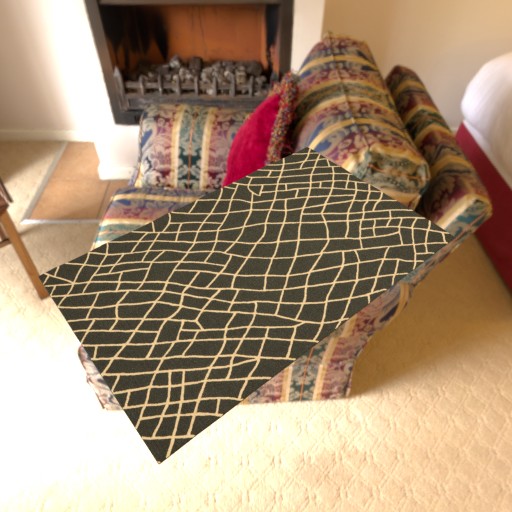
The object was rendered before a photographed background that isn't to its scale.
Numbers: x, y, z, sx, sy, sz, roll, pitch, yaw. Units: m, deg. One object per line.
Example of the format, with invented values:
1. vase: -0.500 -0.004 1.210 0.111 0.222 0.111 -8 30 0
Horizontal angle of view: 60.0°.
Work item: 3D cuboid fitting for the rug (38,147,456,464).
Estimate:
1. rug: 0.000 0.000 3.035 2.448 0.017 1.529 -31 53 -26
